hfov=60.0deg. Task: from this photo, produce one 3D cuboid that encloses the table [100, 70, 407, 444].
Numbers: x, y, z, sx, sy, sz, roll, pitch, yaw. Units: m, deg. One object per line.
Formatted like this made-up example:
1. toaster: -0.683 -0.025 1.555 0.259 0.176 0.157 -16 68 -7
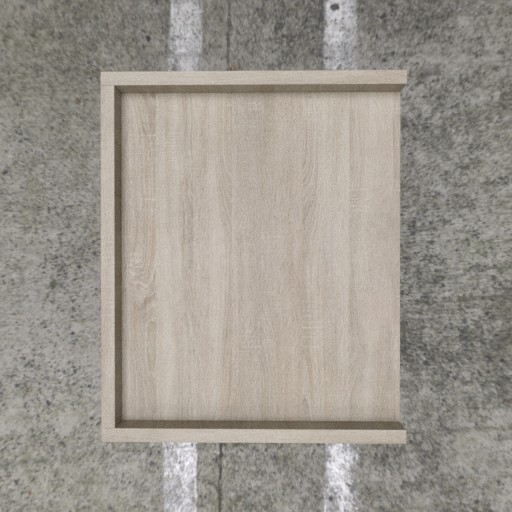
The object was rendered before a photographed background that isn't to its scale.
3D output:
1. table: 0.000 0.000 0.771 0.370 0.470 0.450 0 90 1
